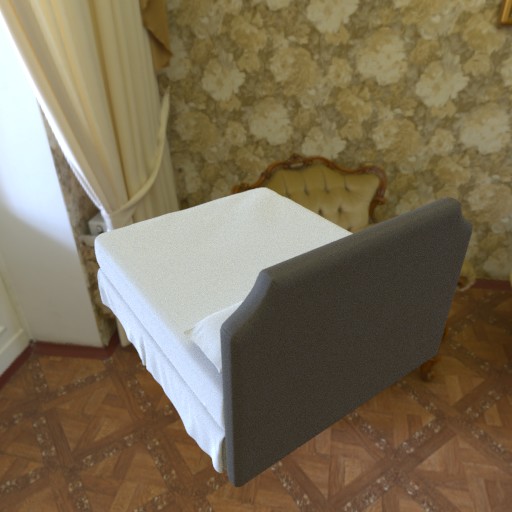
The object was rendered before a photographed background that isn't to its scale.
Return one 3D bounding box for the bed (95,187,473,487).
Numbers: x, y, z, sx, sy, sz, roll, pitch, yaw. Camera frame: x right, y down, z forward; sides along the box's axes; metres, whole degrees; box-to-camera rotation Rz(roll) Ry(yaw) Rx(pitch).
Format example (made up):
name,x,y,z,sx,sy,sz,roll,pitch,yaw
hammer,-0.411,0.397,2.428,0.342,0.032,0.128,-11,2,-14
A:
name,x,y,z,sx,sy,sz,roll,pitch,yaw
bed,0.000,0.000,3.823,2.194,1.561,2.536,-21,37,-30
